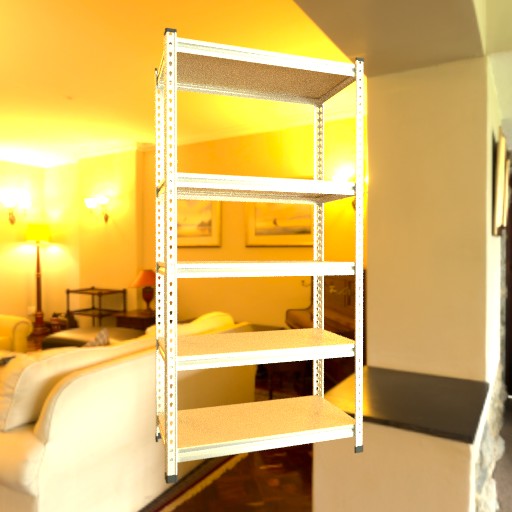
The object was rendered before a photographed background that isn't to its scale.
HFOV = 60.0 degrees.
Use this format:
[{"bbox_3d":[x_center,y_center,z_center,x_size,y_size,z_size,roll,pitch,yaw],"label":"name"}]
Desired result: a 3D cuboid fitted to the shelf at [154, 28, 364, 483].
[{"bbox_3d":[0.000,0.000,2.135,0.914,1.829,0.457,0,1,-18],"label":"shelf"}]
